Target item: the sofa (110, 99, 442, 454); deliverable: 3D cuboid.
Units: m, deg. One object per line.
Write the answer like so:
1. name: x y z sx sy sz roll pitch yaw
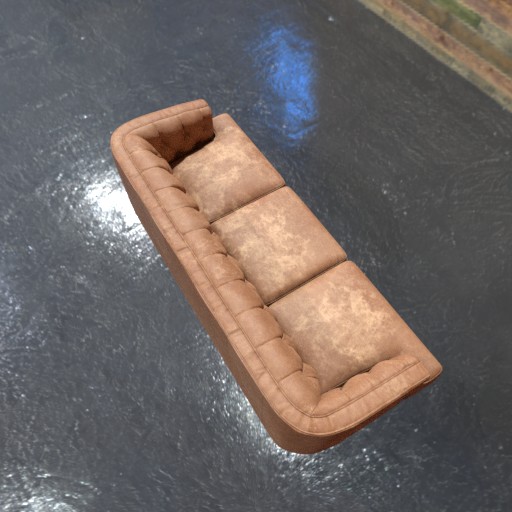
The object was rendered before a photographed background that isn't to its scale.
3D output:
1. sofa: 0.000 0.000 2.678 0.922 0.791 2.257 -29 64 -15
